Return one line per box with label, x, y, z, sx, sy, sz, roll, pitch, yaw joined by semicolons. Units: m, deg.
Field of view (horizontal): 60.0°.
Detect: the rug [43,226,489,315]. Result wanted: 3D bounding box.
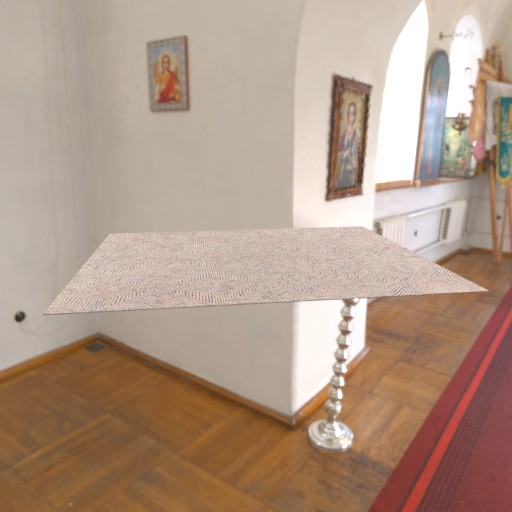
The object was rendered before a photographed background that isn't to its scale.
rug;0.000;0.000;4.148;3.046;0.008;2.442;-2;15;-8
